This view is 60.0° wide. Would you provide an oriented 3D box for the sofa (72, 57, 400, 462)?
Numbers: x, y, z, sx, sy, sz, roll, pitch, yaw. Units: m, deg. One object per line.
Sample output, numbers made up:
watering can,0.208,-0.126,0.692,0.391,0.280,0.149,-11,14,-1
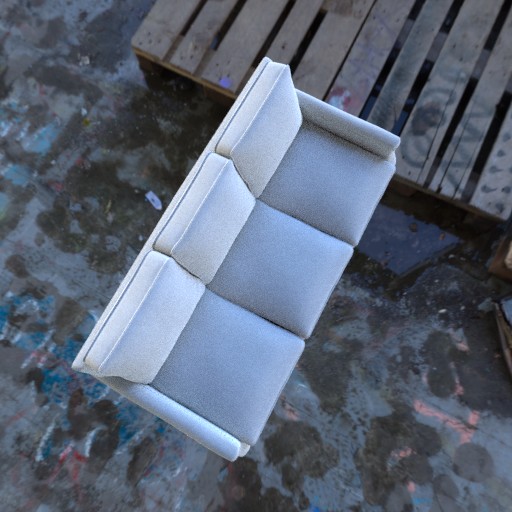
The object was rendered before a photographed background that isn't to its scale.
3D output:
sofa,0.000,0.000,2.837,1.084,1.003,2.246,28,78,6
